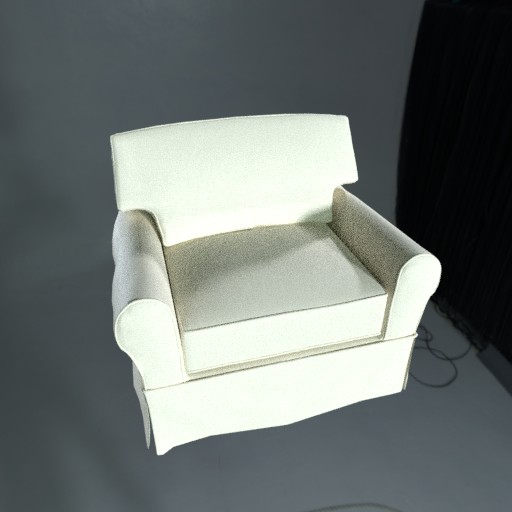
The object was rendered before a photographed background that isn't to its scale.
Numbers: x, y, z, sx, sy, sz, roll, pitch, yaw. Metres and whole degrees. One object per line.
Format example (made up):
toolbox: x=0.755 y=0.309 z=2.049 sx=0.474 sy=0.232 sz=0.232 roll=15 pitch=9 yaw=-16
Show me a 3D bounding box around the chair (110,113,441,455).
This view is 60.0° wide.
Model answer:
chair: x=0.000 y=0.000 z=1.763 sx=1.099 sy=0.958 sz=0.904 roll=-8 pitch=33 yaw=-13
